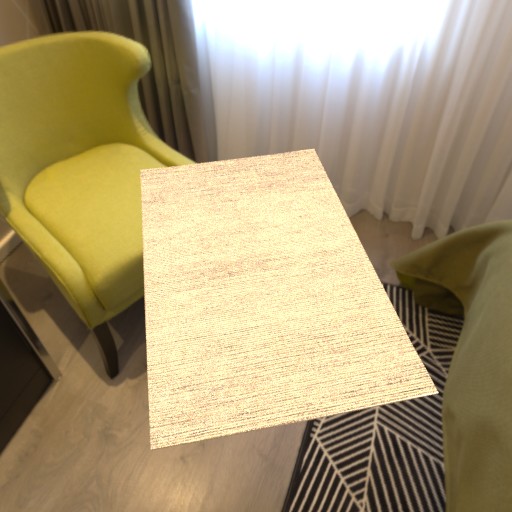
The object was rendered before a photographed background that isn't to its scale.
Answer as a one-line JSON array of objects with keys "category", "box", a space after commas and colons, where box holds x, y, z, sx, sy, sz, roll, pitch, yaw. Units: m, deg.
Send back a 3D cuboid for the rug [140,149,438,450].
[{"category": "rug", "box": [0.000, 0.000, 2.295, 1.149, 0.021, 1.773, -8, 48, -8]}]
